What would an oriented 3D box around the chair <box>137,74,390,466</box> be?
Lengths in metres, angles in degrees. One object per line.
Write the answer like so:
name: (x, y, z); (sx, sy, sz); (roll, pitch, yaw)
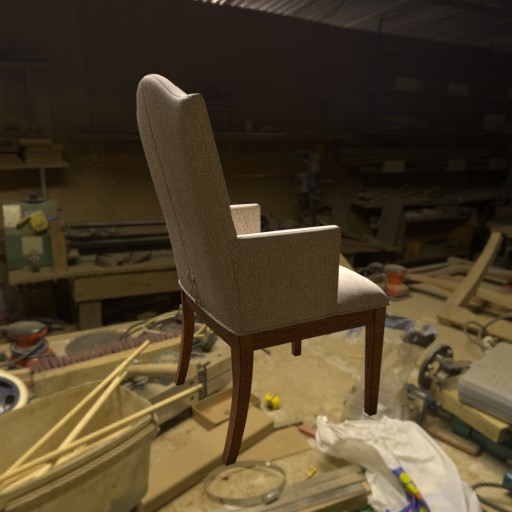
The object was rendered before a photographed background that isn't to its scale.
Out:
chair: (0.000, 0.000, 1.375); (0.641, 1.016, 0.533); (-7, 16, -26)
